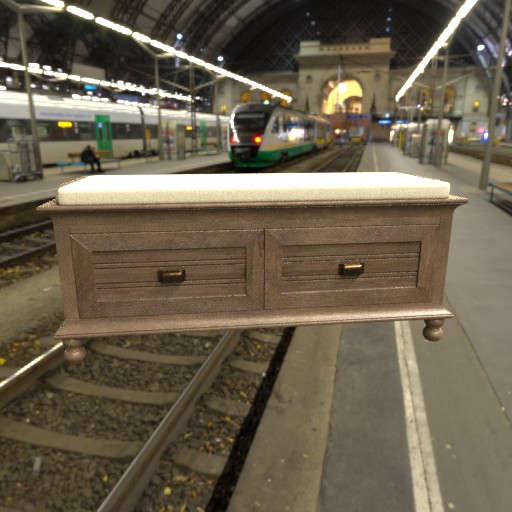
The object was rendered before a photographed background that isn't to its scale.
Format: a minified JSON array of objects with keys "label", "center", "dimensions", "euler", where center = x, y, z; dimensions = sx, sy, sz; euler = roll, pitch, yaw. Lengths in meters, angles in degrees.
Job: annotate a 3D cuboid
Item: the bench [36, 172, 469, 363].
[{"label":"bench","center":[0.000,0.000,1.450],"dimensions":[1.185,0.501,0.402],"euler":[-2,16,-7]}]
